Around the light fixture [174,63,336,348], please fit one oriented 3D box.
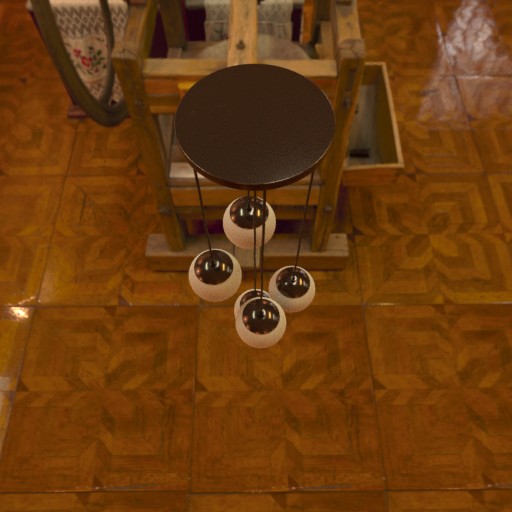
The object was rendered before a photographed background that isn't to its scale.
[{"bbox_3d":[0.000,0.000,1.512,0.484,1.271,0.489,1,63,1],"label":"light fixture"}]
